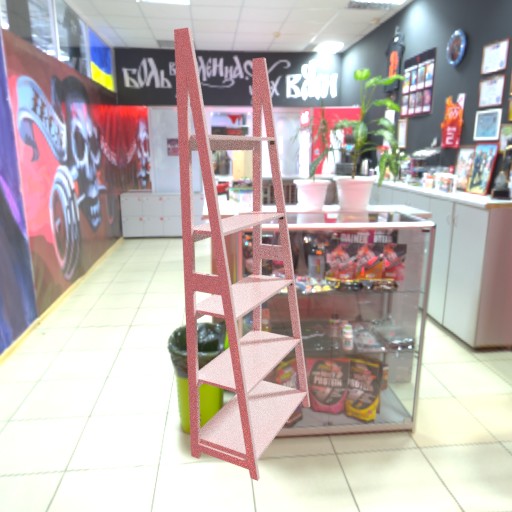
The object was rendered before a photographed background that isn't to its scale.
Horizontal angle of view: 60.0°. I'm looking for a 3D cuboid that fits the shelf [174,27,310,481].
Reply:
[{"bbox_3d":[0.000,0.000,2.006,0.341,1.779,0.636,7,15,26],"label":"shelf"}]
